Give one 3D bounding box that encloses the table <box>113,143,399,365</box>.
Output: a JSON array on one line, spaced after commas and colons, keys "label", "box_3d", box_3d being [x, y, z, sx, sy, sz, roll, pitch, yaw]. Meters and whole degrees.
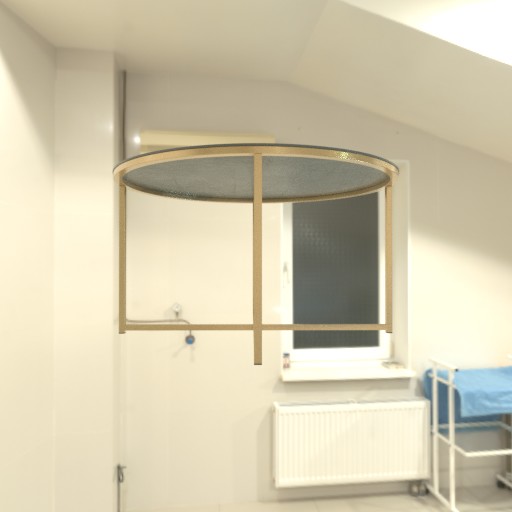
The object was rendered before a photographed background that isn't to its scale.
[{"label": "table", "box_3d": [0.000, 0.000, 1.297, 0.800, 0.450, 0.800, 0, -1, 0]}]
